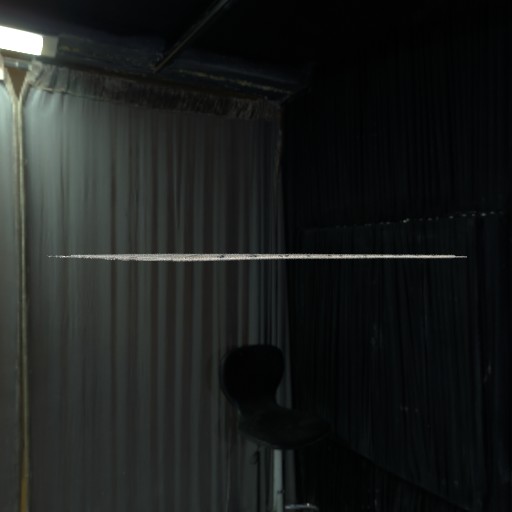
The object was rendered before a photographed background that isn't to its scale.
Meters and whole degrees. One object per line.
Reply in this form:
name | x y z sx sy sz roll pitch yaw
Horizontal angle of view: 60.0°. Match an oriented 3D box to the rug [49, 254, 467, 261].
rug | 0.000 0.000 4.209 3.213 0.030 2.388 0 1 -35
